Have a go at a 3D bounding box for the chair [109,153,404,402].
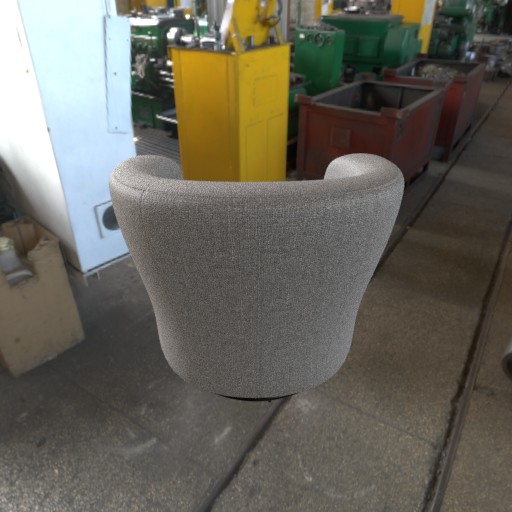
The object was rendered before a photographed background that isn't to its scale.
[{"bbox_3d":[0.000,0.000,1.400,0.791,0.771,0.815,-1,33,-1],"label":"chair"}]
